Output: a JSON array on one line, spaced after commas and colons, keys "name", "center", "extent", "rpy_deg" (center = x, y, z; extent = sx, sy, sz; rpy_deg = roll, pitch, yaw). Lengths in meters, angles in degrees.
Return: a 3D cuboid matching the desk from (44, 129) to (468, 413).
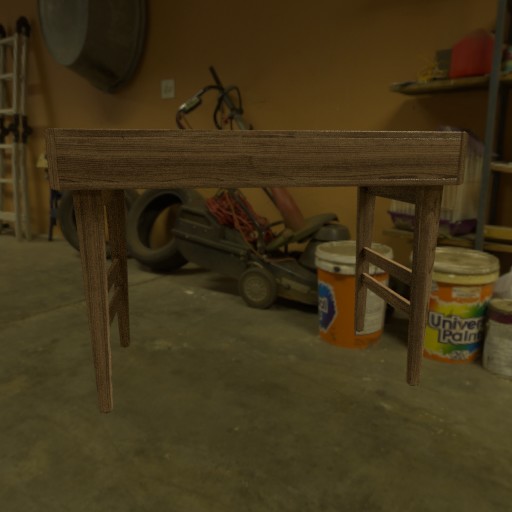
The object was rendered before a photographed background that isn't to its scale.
[{"name": "desk", "center": [0.000, 0.000, 1.428], "extent": [1.067, 0.755, 0.508], "rpy_deg": [-2, 13, -9]}]
